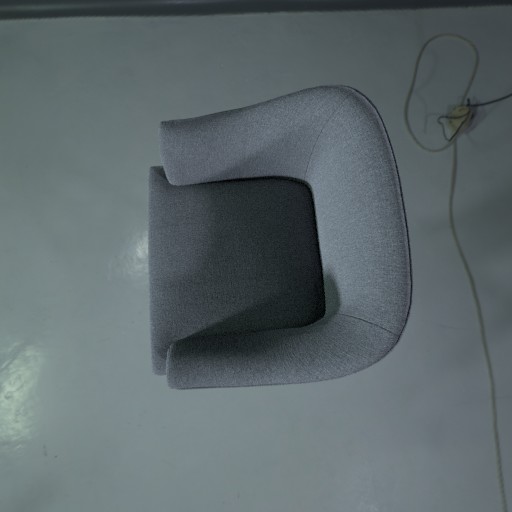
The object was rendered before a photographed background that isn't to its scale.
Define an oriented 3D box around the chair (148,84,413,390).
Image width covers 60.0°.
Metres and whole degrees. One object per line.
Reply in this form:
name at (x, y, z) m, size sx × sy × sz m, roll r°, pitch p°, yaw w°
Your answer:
chair at (0.000, 0.000, 1.425) m, size 0.704 × 0.815 × 0.798 m, roll -5°, pitch 75°, yaw -1°
